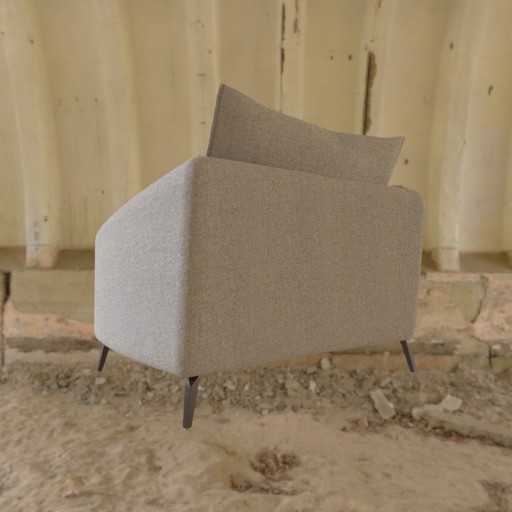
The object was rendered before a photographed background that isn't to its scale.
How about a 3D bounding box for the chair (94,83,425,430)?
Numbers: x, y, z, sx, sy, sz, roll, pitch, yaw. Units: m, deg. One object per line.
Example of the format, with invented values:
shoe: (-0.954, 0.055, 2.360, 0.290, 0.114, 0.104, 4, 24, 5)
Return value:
chair: (0.000, 0.000, 1.619, 1.029, 0.856, 0.801, 1, -1, -36)
